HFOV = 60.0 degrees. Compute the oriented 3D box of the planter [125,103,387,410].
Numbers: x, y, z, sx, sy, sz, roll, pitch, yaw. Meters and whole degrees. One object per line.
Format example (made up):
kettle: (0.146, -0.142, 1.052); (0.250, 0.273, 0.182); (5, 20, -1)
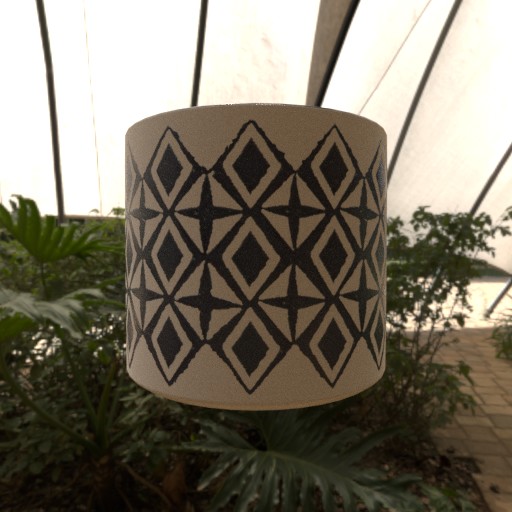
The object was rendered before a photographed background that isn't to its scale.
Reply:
planter: (0.000, 0.000, 0.396); (0.224, 0.203, 0.224); (0, 2, 0)
